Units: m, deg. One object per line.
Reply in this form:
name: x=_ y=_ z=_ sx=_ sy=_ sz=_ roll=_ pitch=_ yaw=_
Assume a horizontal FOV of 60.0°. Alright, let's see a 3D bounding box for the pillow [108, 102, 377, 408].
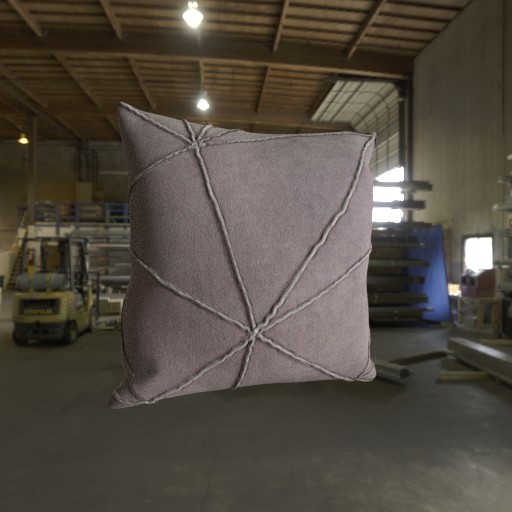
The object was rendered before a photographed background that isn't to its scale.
pillow: x=0.000 y=0.000 z=0.695 sx=0.439 sy=0.440 sz=0.185 roll=0 pitch=0 yaw=-18
